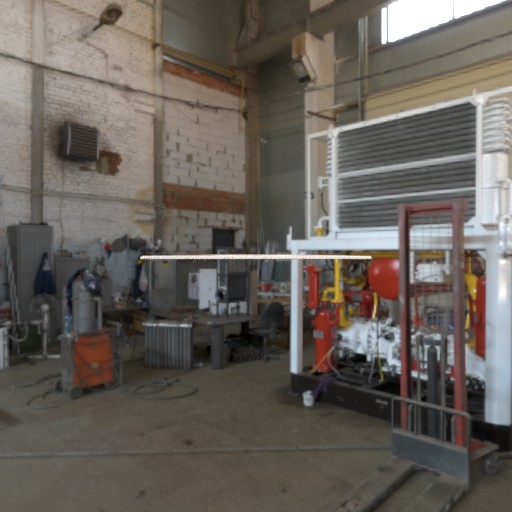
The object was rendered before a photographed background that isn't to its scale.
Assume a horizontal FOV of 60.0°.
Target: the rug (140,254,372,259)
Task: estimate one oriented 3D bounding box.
[{"bbox_3d":[0.000,0.000,1.972,0.562,0.009,1.824,0,0,0],"label":"rug"}]
